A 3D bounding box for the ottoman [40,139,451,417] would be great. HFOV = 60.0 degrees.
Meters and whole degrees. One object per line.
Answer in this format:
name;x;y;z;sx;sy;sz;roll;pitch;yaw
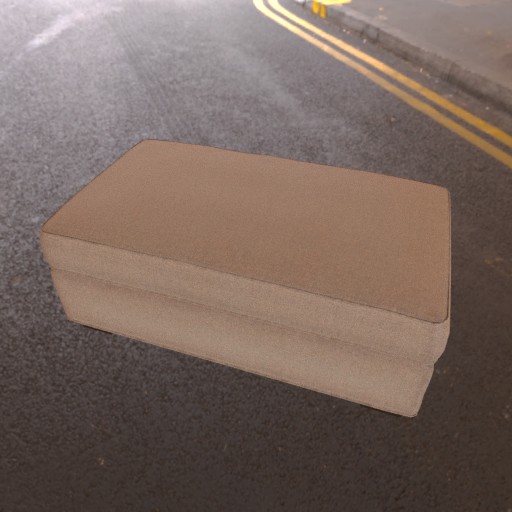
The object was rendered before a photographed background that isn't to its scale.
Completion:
ottoman;0.000;0.000;1.405;1.097;0.448;0.617;12;42;14
